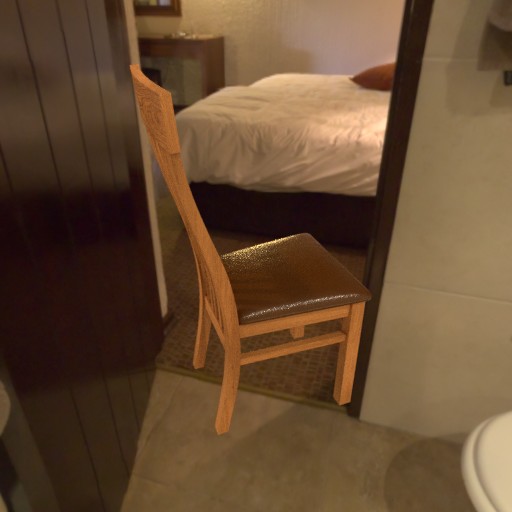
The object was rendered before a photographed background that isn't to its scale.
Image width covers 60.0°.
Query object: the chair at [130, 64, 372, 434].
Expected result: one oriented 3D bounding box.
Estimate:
[{"bbox_3d":[0.000,0.000,1.349,0.580,1.050,0.450,-11,32,-18],"label":"chair"}]
